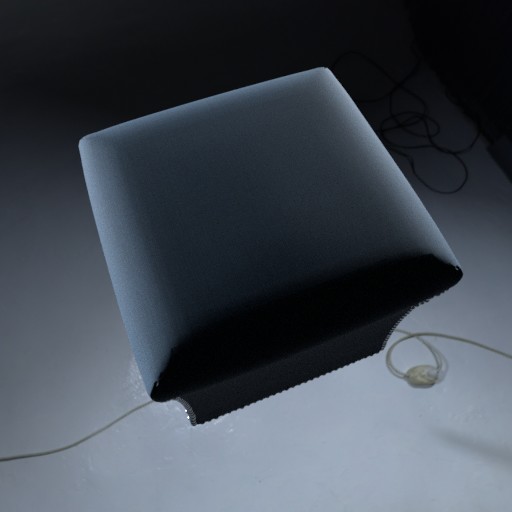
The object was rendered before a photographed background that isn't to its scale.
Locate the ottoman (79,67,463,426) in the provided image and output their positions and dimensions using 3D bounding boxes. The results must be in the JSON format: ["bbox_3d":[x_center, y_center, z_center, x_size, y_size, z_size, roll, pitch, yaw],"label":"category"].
[{"bbox_3d":[0.000,0.000,0.894,0.507,0.475,0.497,-19,65,-9],"label":"ottoman"}]
